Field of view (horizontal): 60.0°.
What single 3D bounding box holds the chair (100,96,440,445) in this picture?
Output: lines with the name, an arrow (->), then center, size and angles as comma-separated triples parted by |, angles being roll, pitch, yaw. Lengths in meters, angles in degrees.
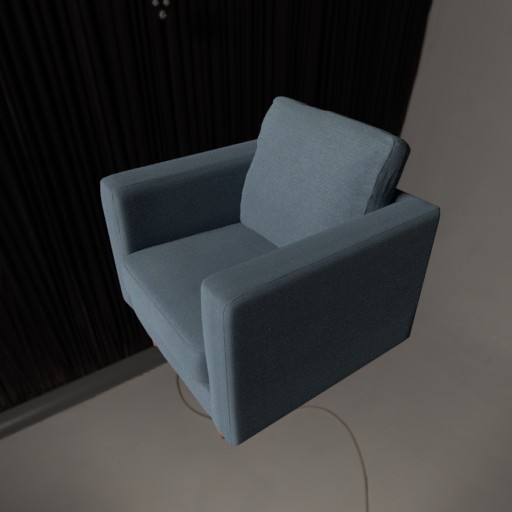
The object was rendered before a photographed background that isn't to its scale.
chair -> 0.000, 0.000, 1.567 | 0.820, 0.922, 0.855 | -21, 39, -29
